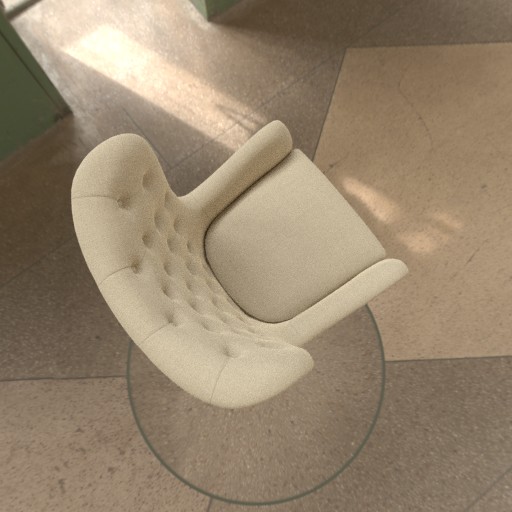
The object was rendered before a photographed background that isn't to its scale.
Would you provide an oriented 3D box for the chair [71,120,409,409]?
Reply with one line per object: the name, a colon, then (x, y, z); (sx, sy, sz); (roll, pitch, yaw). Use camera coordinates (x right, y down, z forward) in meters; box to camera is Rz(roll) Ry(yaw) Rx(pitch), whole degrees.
chair: (0.000, 0.000, 1.683); (0.929, 1.079, 0.831); (-36, 79, -8)
